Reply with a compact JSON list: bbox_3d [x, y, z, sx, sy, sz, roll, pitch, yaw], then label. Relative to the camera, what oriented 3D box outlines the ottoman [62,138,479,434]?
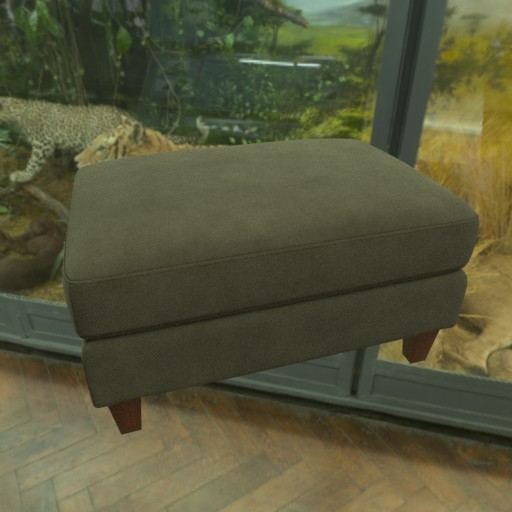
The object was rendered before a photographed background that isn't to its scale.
[{"bbox_3d":[0.000,0.000,1.146,0.864,0.483,0.584,-9,33,-14],"label":"ottoman"}]
